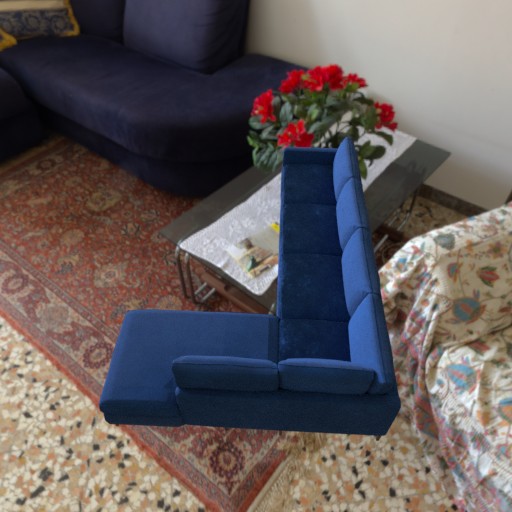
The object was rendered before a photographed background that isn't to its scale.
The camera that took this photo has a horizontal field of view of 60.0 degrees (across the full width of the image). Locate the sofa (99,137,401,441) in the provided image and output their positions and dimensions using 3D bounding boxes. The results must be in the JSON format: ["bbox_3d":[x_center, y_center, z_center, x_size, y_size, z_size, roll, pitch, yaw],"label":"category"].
[{"bbox_3d":[0.000,0.000,3.344,1.707,0.687,2.486,2,47,2],"label":"sofa"}]
